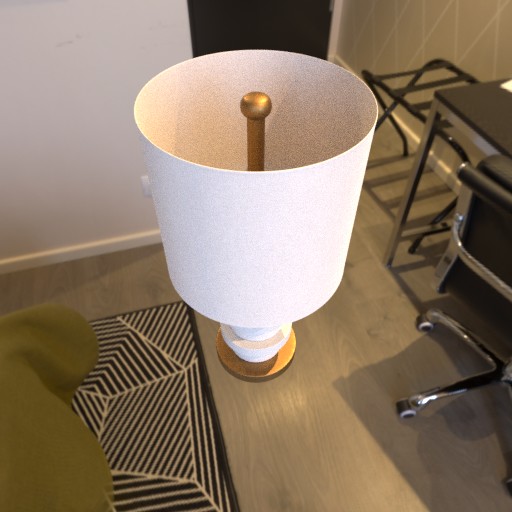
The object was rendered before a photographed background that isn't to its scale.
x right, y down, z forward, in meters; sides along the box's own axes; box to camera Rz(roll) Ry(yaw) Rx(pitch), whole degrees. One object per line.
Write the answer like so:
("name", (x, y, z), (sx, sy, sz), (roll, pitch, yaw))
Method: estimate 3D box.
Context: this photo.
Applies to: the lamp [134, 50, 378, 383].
("lamp", (0.000, 0.000, 0.534), (0.210, 0.410, 0.210), (35, 56, 28))
